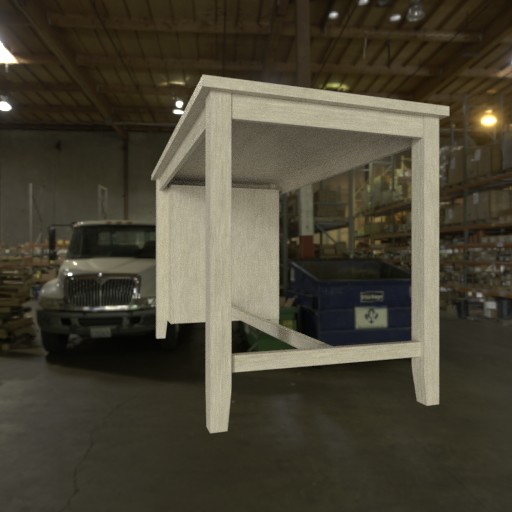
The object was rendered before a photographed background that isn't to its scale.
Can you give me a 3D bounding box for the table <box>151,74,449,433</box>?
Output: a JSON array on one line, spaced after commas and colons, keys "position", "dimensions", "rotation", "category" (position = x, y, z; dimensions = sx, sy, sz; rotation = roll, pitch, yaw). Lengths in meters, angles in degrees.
[{"position": [0.000, 0.000, 1.843], "dimensions": [0.729, 0.874, 1.397], "rotation": [0, 0, -18], "category": "table"}]
